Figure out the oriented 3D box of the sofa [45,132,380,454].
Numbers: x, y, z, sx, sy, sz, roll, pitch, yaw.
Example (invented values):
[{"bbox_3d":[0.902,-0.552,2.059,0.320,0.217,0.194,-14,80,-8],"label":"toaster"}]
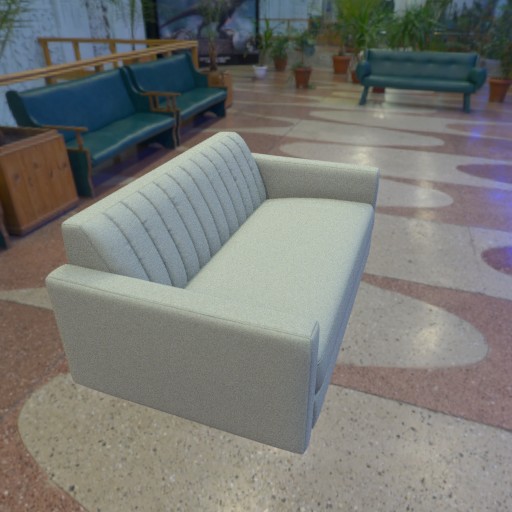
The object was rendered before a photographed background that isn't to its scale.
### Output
[{"bbox_3d":[0.000,0.000,2.105,0.950,0.801,1.585,10,31,18],"label":"sofa"}]
